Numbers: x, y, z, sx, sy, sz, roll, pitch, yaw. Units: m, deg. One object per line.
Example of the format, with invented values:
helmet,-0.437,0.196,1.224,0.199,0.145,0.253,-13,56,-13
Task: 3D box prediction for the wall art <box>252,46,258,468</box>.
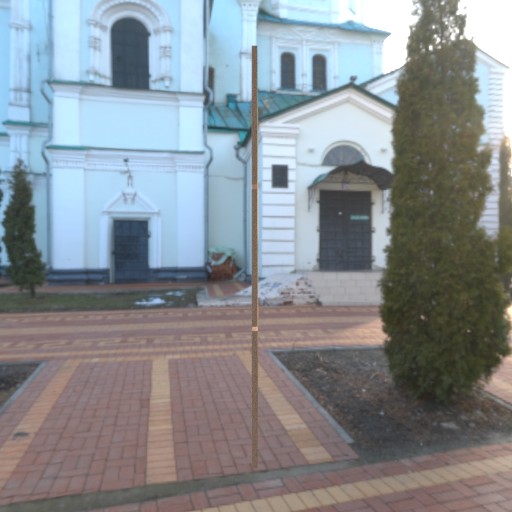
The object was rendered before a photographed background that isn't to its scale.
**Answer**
wall art,0.000,0.000,1.874,0.016,1.207,1.217,0,0,0
